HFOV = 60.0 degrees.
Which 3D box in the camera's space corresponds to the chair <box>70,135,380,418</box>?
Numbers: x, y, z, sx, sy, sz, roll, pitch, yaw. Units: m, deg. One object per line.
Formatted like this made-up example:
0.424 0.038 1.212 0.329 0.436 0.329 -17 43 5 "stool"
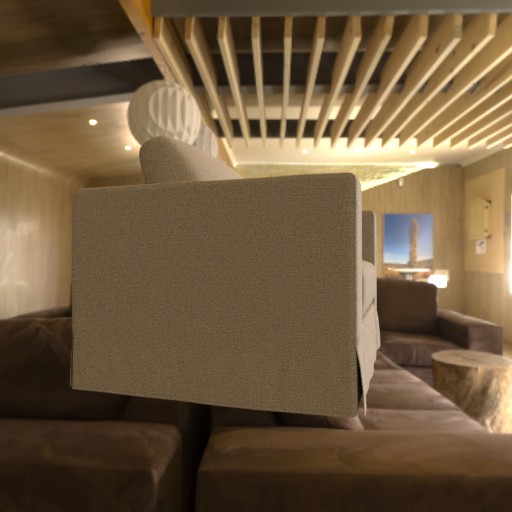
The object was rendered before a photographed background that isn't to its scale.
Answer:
0.000 0.000 1.848 0.957 0.878 1.150 0 -1 18 "chair"
